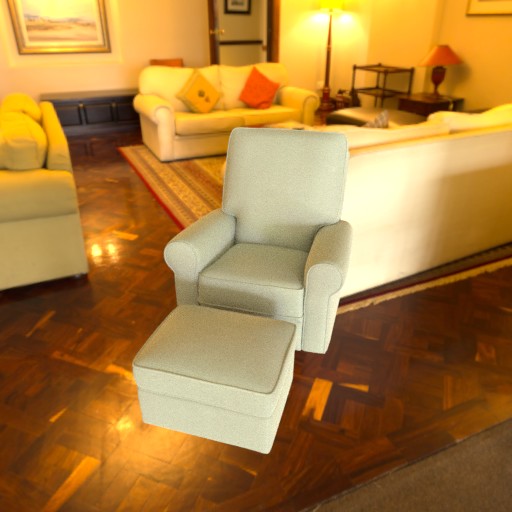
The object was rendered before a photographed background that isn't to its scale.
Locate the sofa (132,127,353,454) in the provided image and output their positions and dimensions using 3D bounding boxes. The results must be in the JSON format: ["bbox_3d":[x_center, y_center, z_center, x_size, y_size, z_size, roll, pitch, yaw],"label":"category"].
[{"bbox_3d":[0.000,0.000,2.133,0.880,0.959,1.478,8,29,14],"label":"sofa"}]
